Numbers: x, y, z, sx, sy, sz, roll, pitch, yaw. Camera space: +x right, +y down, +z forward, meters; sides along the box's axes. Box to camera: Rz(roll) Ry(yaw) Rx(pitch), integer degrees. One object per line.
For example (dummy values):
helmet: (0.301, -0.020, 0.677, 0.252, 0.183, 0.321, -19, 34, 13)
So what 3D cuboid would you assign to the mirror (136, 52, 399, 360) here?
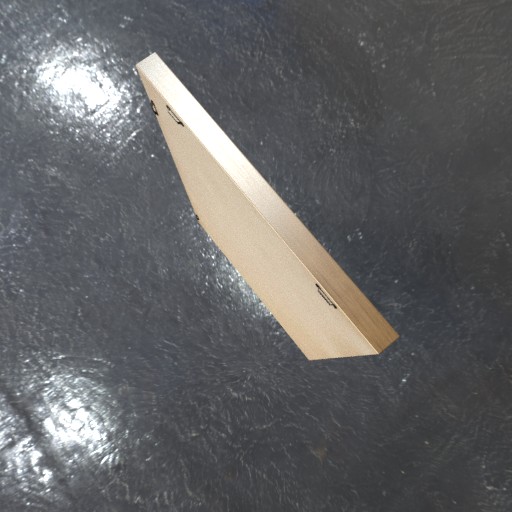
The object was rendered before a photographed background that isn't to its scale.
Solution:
mirror: (0.000, 0.000, 0.921, 0.039, 0.711, 0.508, -38, 79, -9)
